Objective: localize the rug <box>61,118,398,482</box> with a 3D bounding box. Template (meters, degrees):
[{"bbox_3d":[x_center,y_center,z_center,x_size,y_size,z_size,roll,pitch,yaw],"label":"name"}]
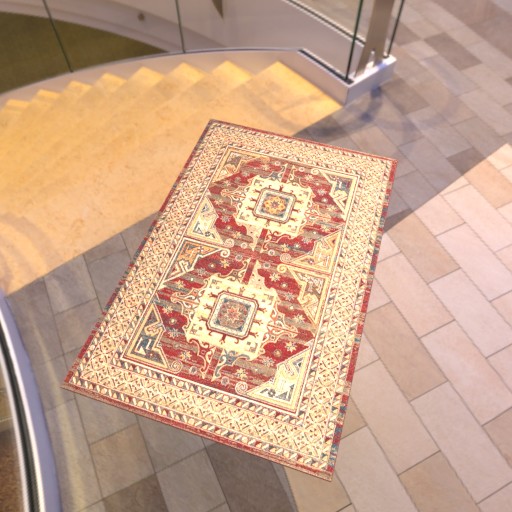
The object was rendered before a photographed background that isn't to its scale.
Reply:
[{"bbox_3d":[0.000,0.000,5.785,3.033,0.033,4.578,15,59,10],"label":"rug"}]
